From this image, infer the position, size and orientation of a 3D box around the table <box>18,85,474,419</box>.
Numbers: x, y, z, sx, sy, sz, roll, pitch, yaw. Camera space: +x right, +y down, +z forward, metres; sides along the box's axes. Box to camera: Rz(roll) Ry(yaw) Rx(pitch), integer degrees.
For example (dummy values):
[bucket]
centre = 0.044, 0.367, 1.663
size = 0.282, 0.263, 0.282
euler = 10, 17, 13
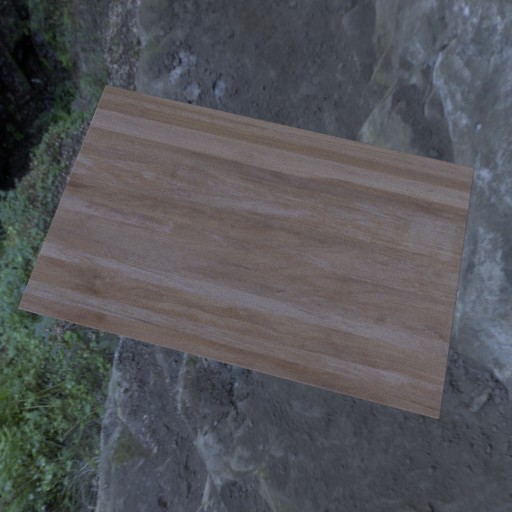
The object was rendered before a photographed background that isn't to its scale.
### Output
[table]
centre = 0.000, 0.000, 1.415
size = 1.100, 0.441, 0.692
euler = 14, 75, 4
